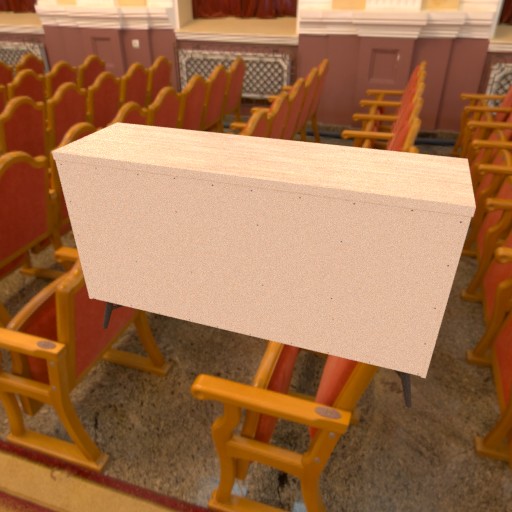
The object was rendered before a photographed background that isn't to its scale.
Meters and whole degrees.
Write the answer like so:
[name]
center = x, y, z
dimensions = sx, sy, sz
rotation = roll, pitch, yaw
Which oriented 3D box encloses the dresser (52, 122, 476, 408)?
[dresser]
center = 0.000, 0.000, 1.936
dimensions = 1.524, 0.914, 0.457
rotation = 10, 33, 16
